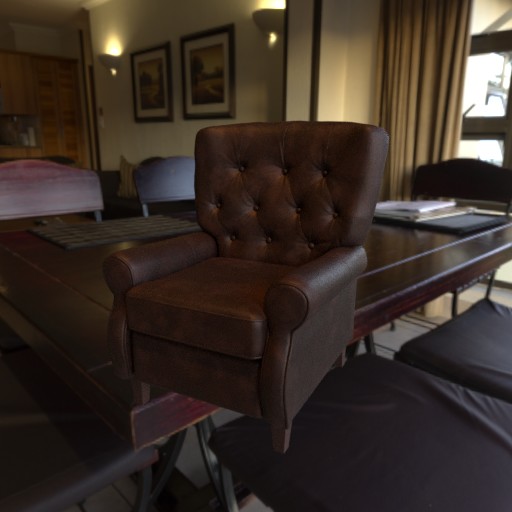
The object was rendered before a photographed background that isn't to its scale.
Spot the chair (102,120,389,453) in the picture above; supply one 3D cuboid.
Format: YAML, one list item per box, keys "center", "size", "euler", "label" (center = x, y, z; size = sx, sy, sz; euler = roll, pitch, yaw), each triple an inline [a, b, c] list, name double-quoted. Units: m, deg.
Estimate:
- center: [0.000, 0.000, 1.933]
  size: [0.948, 1.158, 1.058]
  euler: [7, 16, 27]
  label: "chair"
